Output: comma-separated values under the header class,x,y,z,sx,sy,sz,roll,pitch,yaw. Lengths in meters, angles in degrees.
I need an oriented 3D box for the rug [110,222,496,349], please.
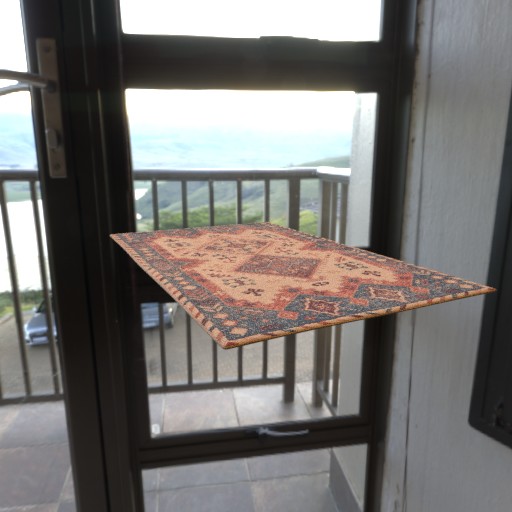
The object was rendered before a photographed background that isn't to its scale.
class,x,y,z,sx,sy,sz,roll,pitch,yaw
rug,0.000,0.000,3.000,1.521,0.023,2.464,-7,15,-26
